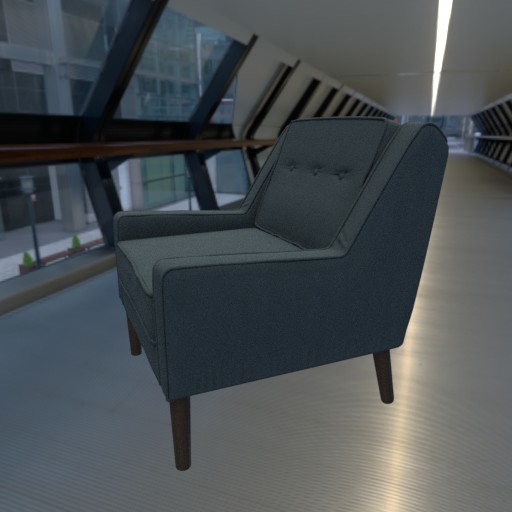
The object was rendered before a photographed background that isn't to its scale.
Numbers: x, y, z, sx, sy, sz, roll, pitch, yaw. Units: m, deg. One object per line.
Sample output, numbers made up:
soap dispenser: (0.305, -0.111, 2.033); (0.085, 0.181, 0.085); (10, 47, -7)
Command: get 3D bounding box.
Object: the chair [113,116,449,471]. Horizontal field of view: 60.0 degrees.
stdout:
chair: (0.000, 0.000, 1.294); (0.733, 0.780, 0.663); (-7, 18, -24)
